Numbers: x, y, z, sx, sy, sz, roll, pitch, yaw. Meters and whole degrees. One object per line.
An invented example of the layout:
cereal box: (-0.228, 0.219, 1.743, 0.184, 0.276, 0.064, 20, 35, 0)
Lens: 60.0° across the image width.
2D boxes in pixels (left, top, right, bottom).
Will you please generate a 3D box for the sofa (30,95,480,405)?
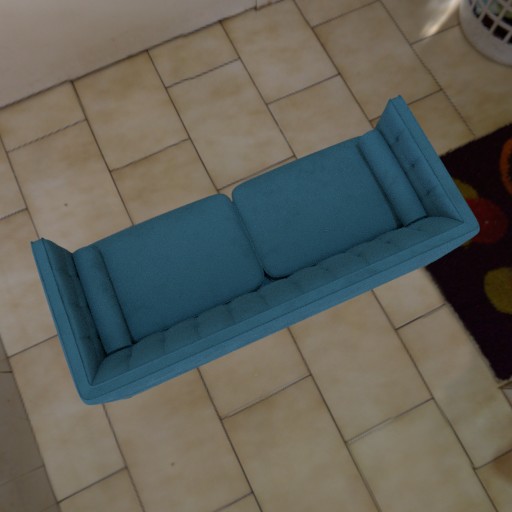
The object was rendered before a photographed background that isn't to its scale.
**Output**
sofa: (0.000, 0.000, 2.529, 2.087, 0.789, 0.867, -23, 76, -6)
